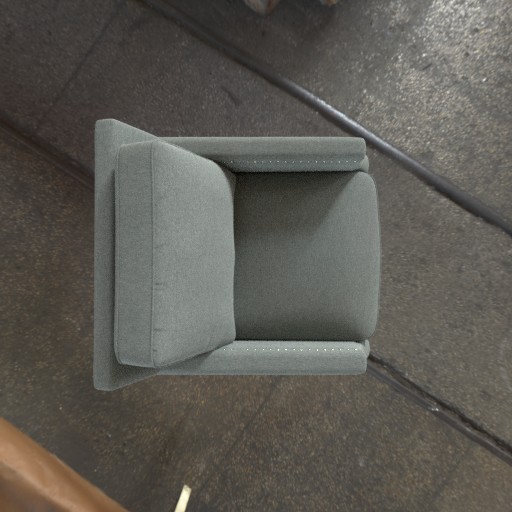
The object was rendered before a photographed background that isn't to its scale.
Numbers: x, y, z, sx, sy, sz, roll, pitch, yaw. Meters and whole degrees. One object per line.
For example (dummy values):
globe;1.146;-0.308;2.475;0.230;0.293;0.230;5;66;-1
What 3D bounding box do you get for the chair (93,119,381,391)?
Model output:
chair;0.000;0.000;1.793;1.031;1.031;0.885;0;89;0
